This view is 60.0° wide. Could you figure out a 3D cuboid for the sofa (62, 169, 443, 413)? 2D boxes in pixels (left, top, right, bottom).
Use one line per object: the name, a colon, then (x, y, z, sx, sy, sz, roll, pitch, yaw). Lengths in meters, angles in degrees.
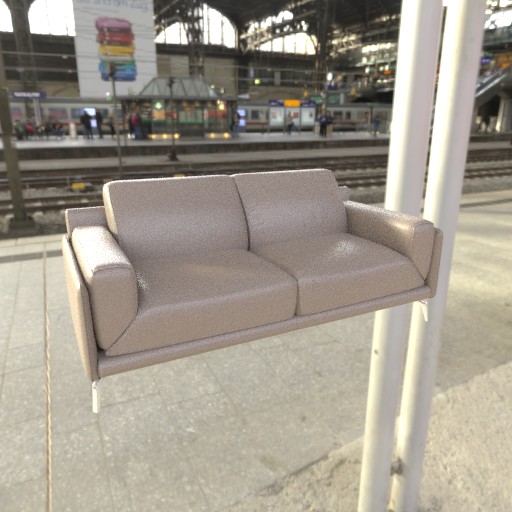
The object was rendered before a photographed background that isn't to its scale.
sofa: (0.000, 0.000, 2.643, 2.101, 0.930, 1.049, -9, 19, -26)
